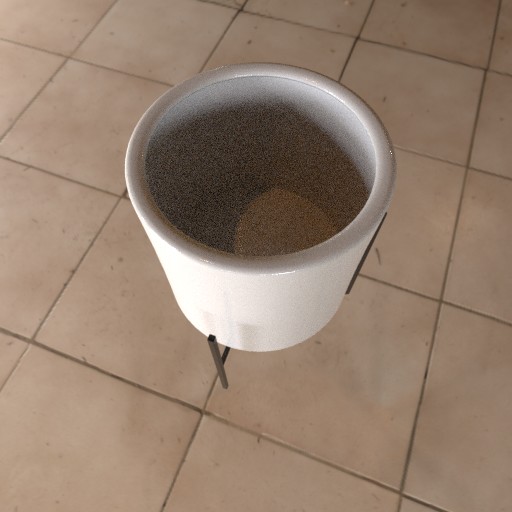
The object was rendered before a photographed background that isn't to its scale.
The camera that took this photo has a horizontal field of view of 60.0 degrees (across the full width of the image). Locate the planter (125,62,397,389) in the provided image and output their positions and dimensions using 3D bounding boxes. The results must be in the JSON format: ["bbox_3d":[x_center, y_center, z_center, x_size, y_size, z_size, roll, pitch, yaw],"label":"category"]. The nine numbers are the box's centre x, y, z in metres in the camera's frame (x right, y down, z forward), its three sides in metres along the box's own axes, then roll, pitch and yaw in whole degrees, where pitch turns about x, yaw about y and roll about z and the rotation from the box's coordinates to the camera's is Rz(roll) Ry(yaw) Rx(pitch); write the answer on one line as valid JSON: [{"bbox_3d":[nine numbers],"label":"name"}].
[{"bbox_3d":[0.000,0.000,0.741,0.360,0.480,0.361,18,64,9],"label":"planter"}]
